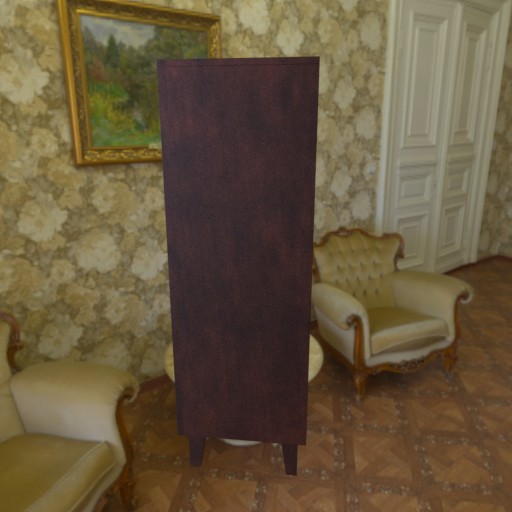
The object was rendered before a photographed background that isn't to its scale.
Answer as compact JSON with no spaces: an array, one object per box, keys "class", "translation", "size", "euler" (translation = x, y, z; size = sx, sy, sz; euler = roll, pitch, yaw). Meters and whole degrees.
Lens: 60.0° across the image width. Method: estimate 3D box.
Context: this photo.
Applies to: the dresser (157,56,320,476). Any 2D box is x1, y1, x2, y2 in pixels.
[{"class":"dresser","translation":[0.000,0.000,2.028],"size":[0.506,1.514,1.072],"euler":[2,16,7]}]
